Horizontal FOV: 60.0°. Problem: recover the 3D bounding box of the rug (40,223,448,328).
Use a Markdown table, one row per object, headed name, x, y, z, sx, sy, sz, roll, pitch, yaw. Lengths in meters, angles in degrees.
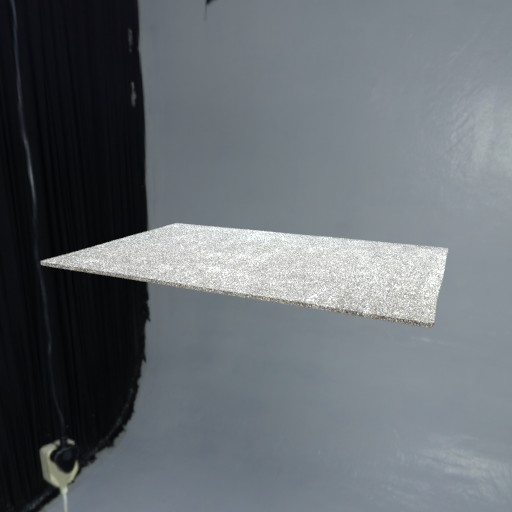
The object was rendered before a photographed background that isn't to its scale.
| name | x | y | z | sx | sy | sz | roll | pitch | yaw |
| --- | --- | --- | --- | --- | --- | --- | --- | --- | --- |
| rug | 0.000 | 0.000 | 3.001 | 2.350 | 0.025 | 1.502 | 7 | 16 | 24 |
